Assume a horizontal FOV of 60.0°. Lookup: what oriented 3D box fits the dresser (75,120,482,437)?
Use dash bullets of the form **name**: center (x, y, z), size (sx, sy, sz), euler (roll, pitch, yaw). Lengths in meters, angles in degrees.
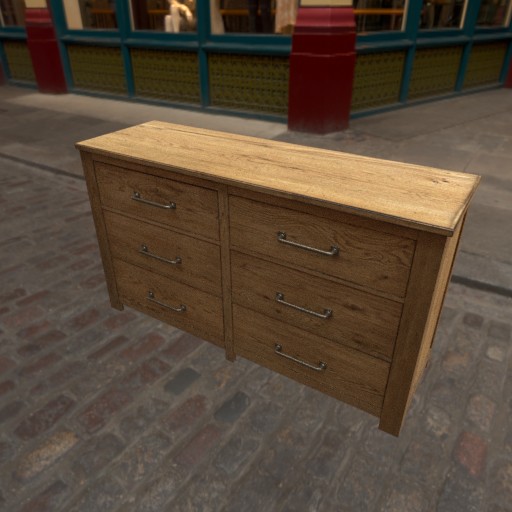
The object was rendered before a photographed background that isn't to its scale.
- **dresser**: center (0.000, 0.000, 2.074), size (1.657, 0.932, 0.563), euler (17, 35, 27)
